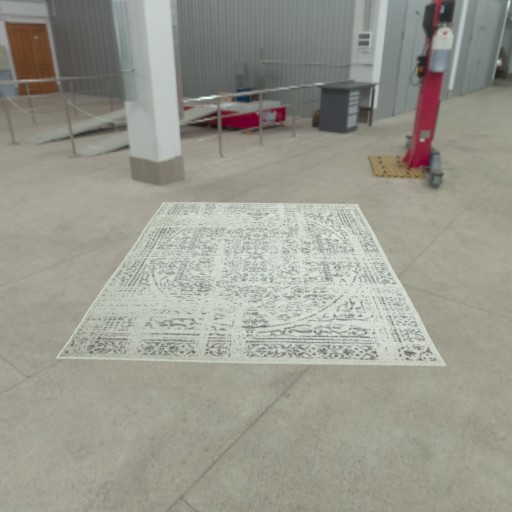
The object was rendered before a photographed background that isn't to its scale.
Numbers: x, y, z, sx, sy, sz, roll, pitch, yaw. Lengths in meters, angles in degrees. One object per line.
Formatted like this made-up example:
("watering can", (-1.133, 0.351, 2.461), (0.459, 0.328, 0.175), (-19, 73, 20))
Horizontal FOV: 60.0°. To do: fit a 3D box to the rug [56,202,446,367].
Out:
("rug", (0.000, 0.000, 3.910), (2.311, 0.032, 2.921), (1, 25, 2))
